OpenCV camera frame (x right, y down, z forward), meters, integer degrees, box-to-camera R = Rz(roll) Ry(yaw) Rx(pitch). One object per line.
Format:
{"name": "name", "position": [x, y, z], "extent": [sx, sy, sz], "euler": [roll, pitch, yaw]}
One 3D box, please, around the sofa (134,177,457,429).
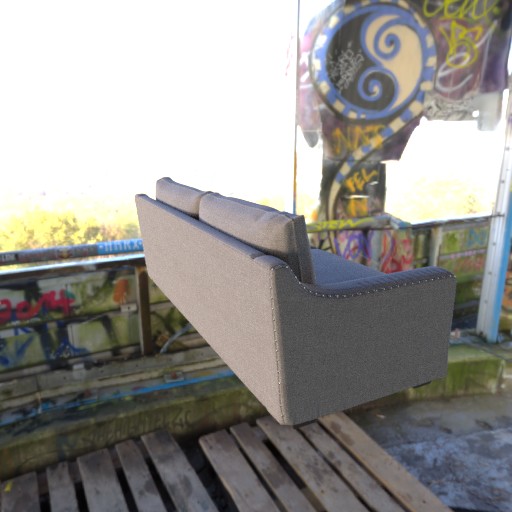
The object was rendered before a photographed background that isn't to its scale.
{"name": "sofa", "position": [0.000, 0.000, 2.755], "extent": [1.000, 0.857, 2.208], "euler": [-8, 17, -26]}
